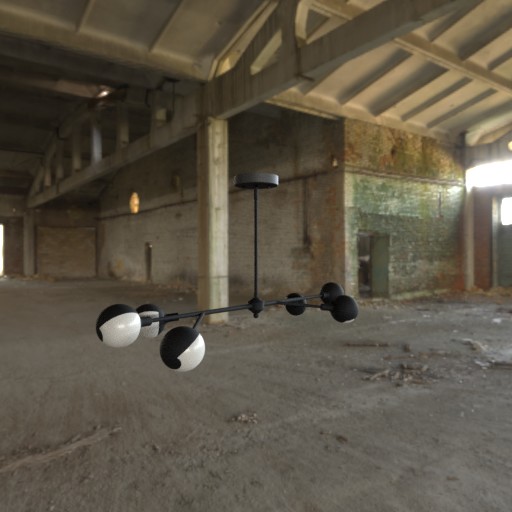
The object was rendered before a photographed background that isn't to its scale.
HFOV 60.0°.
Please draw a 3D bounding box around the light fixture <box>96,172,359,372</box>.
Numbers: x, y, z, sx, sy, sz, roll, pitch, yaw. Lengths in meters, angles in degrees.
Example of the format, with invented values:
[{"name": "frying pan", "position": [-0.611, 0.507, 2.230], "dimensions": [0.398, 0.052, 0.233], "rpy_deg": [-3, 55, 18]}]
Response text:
[{"name": "light fixture", "position": [0.000, 0.000, 1.012], "dimensions": [0.778, 0.362, 0.434], "rpy_deg": [0, 0, -37]}]
